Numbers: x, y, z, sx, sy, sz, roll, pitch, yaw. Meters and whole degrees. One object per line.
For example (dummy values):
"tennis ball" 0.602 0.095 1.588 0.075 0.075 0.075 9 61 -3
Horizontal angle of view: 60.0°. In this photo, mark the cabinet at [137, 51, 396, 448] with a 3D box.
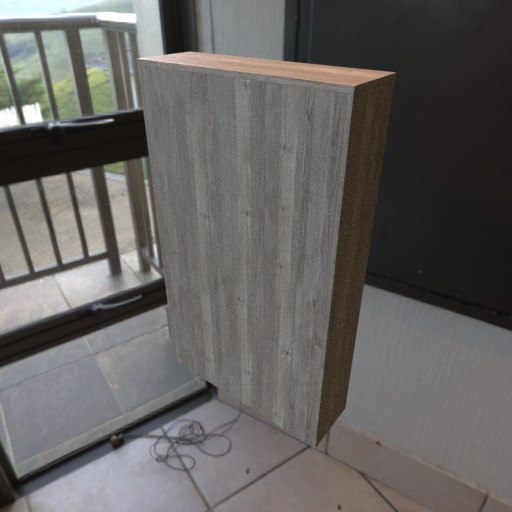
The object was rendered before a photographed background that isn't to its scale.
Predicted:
"cabinet" 0.000 0.000 1.601 0.750 1.280 0.250 22 37 32
